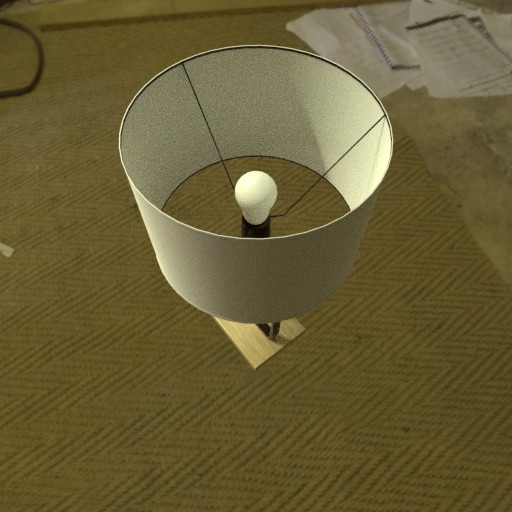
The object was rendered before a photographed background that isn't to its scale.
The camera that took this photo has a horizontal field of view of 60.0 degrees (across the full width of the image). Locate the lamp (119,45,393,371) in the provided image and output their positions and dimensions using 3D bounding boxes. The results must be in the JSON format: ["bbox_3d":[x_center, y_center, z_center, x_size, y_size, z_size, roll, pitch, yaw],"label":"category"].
[{"bbox_3d":[0.000,0.000,0.672,0.279,0.508,0.279,-34,64,-19],"label":"lamp"}]
